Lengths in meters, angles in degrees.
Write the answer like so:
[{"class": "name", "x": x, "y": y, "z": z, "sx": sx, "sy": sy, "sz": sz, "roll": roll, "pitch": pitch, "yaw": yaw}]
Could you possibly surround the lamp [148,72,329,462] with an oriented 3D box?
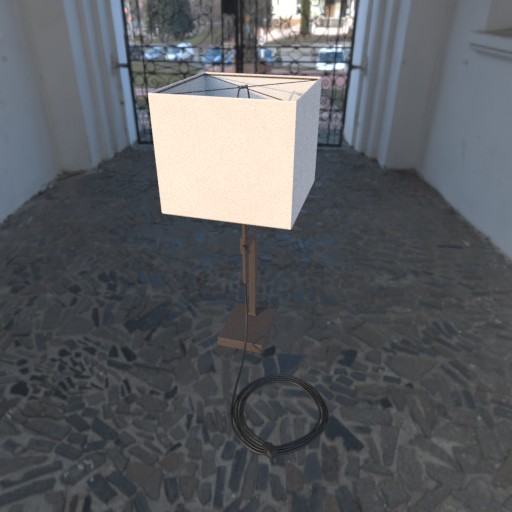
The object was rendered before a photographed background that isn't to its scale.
[{"class": "lamp", "x": 0.000, "y": 0.000, "z": 0.956, "sx": 0.399, "sy": 0.660, "sz": 0.504, "roll": 8, "pitch": 31, "yaw": 14}]
